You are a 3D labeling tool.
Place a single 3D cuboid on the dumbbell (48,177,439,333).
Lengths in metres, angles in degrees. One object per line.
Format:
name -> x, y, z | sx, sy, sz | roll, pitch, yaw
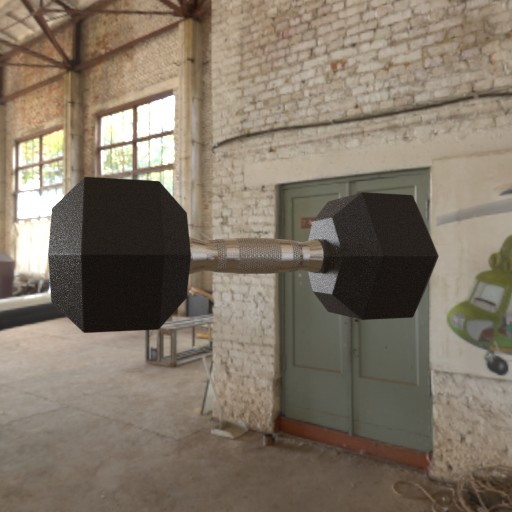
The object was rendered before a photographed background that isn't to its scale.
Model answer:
dumbbell -> 0.000, 0.000, 0.428 | 0.356, 0.123, 0.141 | 0, -1, -18
